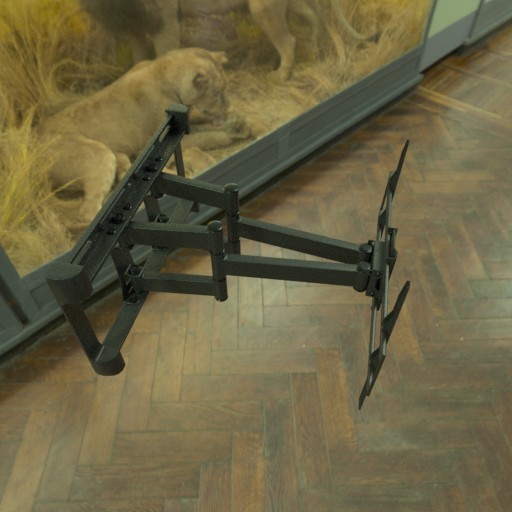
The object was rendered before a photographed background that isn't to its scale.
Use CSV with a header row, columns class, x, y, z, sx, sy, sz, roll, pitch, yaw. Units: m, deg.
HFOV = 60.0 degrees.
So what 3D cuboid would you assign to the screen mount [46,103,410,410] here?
class,x,y,z,sx,sy,sz,roll,pitch,yaw
screen mount,0.000,0.000,0.970,0.556,0.424,0.571,10,48,9
